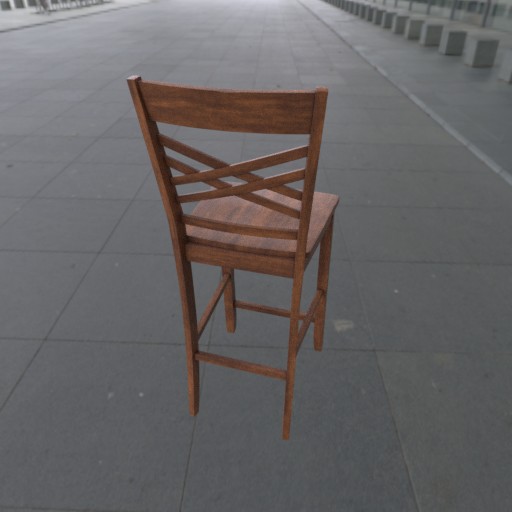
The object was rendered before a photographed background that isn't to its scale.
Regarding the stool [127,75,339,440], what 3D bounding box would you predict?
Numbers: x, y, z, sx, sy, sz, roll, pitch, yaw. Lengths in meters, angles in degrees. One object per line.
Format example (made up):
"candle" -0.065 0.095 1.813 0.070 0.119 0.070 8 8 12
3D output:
"stool" 0.000 0.000 1.363 0.426 1.098 0.504 9 33 14
